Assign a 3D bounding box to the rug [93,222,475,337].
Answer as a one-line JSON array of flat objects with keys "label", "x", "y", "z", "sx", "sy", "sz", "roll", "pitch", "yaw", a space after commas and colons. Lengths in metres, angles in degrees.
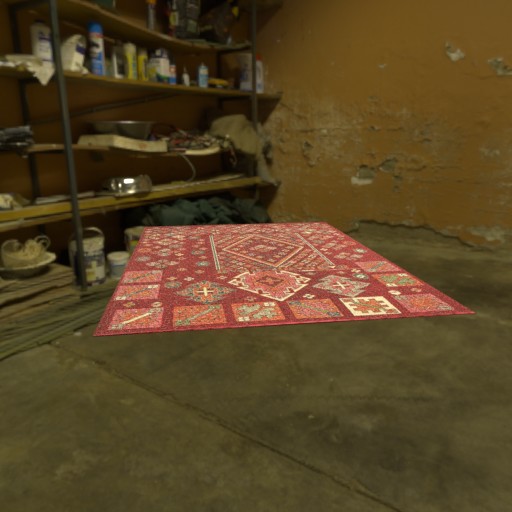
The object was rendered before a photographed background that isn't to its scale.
[{"label": "rug", "x": 0.000, "y": 0.000, "z": 2.832, "sx": 1.579, "sy": 0.007, "sz": 2.184, "roll": -2, "pitch": 15, "yaw": -8}]
